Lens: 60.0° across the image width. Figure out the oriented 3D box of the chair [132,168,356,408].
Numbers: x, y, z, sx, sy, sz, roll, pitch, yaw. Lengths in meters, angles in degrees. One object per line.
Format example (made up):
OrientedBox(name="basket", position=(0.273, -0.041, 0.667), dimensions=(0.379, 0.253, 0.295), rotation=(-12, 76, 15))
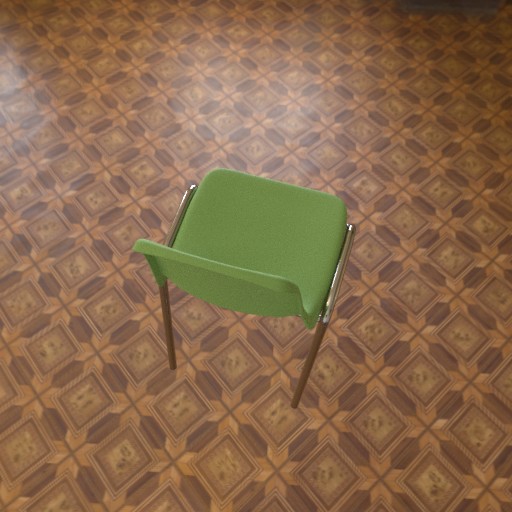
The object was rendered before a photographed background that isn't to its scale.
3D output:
OrientedBox(name="chair", position=(0.000, 0.000, 0.952), dimensions=(0.381, 0.704, 0.436), rotation=(15, 63, 8))
